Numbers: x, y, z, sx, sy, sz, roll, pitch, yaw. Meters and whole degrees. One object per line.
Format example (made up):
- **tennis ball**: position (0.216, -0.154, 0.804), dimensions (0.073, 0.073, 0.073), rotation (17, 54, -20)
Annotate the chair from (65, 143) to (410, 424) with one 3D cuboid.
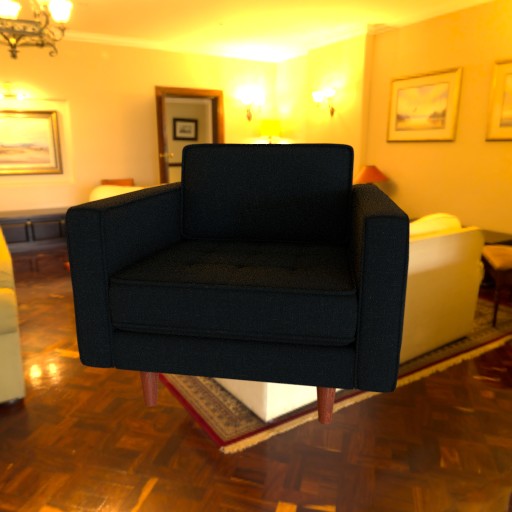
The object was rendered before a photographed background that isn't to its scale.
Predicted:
- **chair**: position (0.000, 0.000, 1.556), dimensions (0.899, 0.770, 0.920), rotation (2, 14, 9)
